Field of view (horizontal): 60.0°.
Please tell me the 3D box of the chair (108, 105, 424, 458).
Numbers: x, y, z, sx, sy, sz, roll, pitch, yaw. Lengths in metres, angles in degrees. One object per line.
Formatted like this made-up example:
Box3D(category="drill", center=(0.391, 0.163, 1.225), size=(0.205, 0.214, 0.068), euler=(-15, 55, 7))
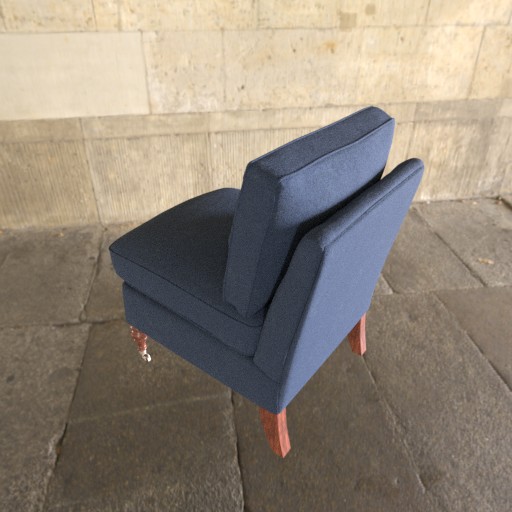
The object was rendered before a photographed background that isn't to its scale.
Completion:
Box3D(category="chair", center=(0.000, 0.000, 1.672), size=(0.912, 1.052, 0.724), euler=(22, 39, 31))
